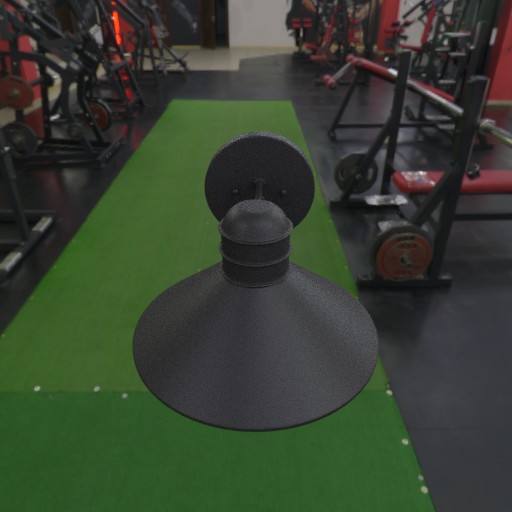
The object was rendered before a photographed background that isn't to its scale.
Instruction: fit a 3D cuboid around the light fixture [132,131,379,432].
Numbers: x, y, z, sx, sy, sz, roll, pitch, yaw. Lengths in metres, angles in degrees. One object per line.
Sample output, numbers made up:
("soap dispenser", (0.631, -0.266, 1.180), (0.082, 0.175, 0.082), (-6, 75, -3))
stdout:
("light fixture", (0.000, 0.000, 0.683), (0.396, 0.265, 0.434), (1, 31, 2))
